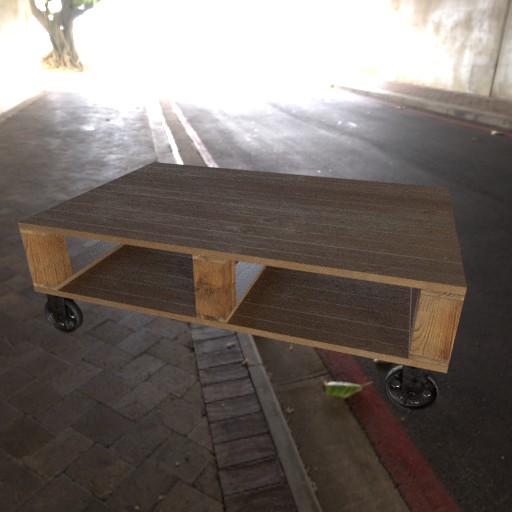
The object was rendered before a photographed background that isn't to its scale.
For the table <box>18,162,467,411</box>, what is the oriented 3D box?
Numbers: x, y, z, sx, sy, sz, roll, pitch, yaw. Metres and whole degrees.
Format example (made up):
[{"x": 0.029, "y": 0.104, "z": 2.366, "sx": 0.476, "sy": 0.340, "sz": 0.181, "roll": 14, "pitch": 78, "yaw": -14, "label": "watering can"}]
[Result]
[{"x": 0.000, "y": 0.000, "z": 1.647, "sx": 1.299, "sy": 0.413, "sz": 0.827, "roll": 8, "pitch": 27, "yaw": 17, "label": "table"}]
